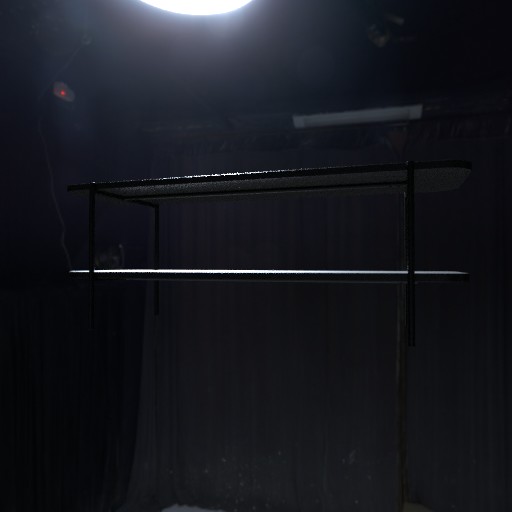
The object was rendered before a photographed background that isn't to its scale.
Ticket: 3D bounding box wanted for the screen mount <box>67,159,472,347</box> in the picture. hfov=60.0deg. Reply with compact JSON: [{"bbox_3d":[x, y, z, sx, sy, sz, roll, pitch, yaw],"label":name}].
[{"bbox_3d":[0.000,0.000,1.392,1.200,0.447,0.400,0,-1,18],"label":"screen mount"}]
